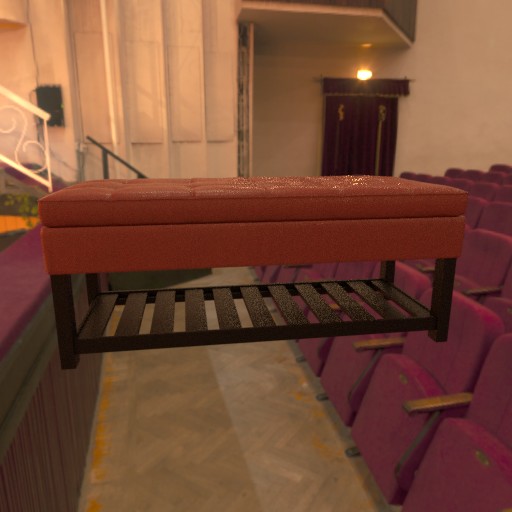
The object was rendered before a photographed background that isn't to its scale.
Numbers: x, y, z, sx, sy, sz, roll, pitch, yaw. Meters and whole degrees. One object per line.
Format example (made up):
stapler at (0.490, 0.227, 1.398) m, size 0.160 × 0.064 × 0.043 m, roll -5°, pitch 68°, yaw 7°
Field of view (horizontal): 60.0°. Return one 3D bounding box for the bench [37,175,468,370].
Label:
bench at (0.000, 0.000, 1.357) m, size 1.105 × 0.460 × 0.432 m, roll -2°, pitch 15°, yaw -9°
